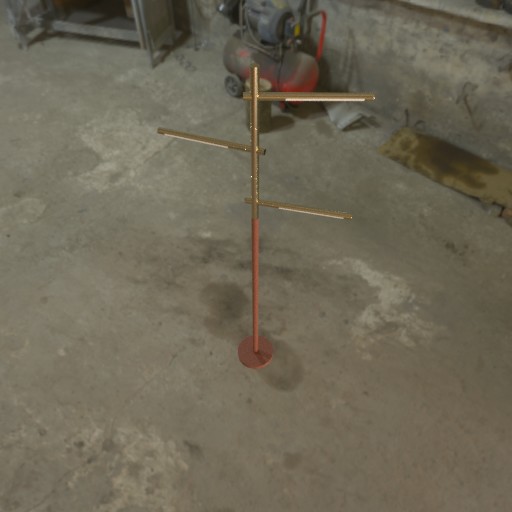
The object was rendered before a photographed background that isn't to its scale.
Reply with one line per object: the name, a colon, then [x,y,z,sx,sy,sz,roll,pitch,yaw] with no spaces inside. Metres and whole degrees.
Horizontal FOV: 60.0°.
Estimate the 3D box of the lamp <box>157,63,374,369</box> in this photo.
lamp: [0.000,0.000,1.953,0.737,1.704,0.209,4,48,4]
